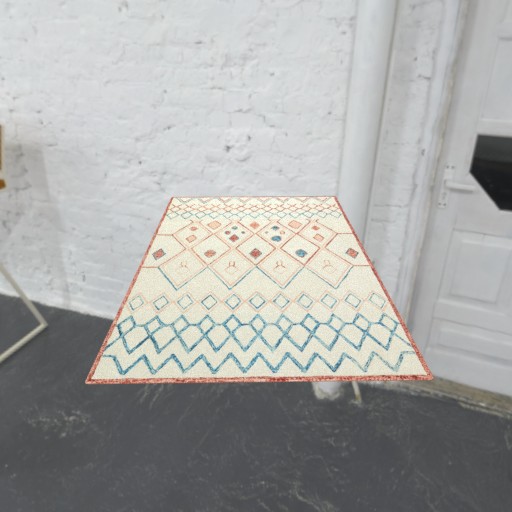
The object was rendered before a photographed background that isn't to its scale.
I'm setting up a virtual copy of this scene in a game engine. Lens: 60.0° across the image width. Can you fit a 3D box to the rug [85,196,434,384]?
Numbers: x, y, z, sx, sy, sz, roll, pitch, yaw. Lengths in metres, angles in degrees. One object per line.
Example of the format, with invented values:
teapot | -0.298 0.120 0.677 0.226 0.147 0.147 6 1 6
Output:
rug | 0.000 0.000 3.018 1.524 0.015 2.438 0 27 -1
